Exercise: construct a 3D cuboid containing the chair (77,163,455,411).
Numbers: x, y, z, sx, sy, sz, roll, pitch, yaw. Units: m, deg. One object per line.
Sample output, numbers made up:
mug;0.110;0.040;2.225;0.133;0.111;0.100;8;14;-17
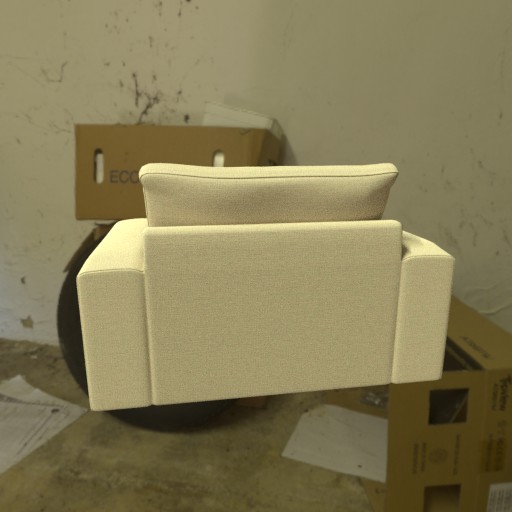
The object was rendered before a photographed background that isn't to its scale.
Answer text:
chair;0.000;0.000;2.113;1.398;0.915;1.039;-2;15;-9
